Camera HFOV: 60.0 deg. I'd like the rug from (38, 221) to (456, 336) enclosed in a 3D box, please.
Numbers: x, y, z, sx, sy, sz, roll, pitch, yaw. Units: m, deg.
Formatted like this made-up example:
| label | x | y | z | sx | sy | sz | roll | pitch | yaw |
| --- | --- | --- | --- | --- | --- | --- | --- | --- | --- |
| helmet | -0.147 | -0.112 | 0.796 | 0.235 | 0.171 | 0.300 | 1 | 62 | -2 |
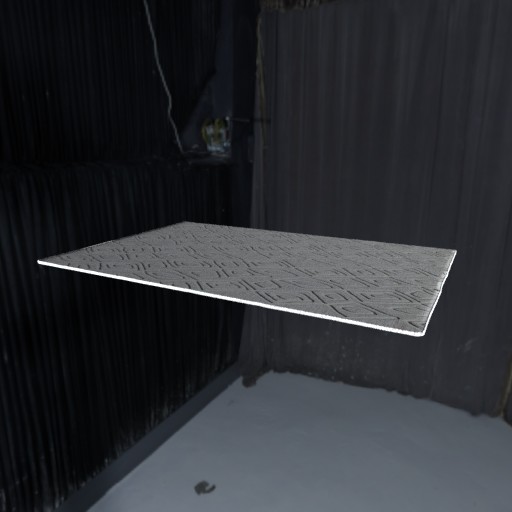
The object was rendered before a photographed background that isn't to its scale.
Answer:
| label | x | y | z | sx | sy | sz | roll | pitch | yaw |
| --- | --- | --- | --- | --- | --- | --- | --- | --- | --- |
| rug | 0.000 | 0.000 | 2.312 | 1.832 | 0.016 | 1.224 | 8 | 17 | 27 |
